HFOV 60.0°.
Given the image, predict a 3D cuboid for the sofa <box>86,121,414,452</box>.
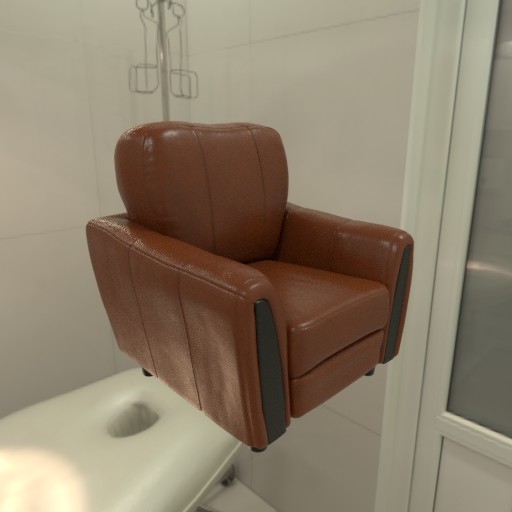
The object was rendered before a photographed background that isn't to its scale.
[{"bbox_3d":[0.000,0.000,1.498,0.836,0.876,0.789,-15,22,-43],"label":"sofa"}]
